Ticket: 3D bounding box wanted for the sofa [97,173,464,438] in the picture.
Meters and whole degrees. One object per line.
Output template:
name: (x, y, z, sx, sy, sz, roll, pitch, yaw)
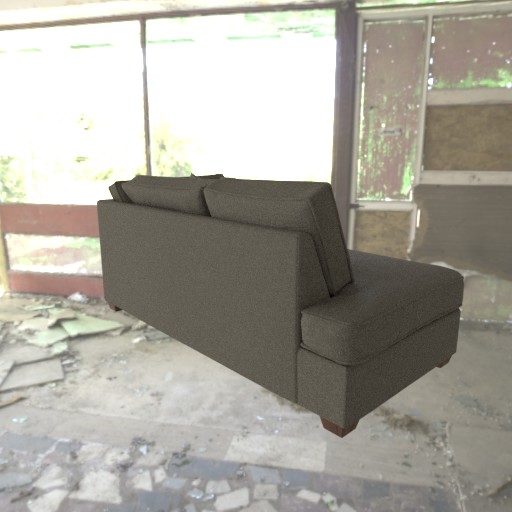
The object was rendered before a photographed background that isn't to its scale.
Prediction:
sofa: (0.000, 0.000, 2.812, 1.110, 1.033, 2.237, -12, 17, -41)
